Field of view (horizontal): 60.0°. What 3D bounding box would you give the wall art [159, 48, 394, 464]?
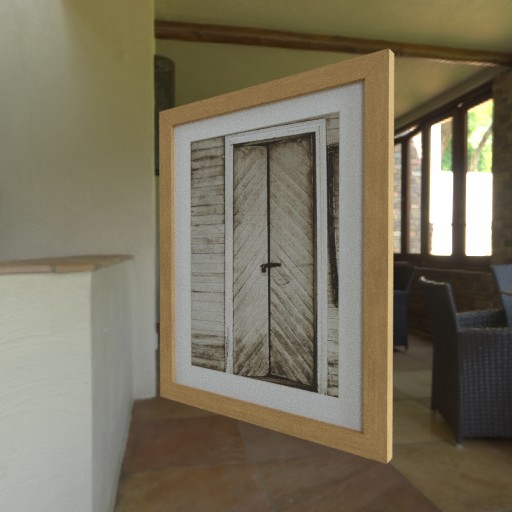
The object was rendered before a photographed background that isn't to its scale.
[{"bbox_3d":[0.000,0.000,0.744,0.460,0.561,0.020,1,1,37],"label":"wall art"}]
